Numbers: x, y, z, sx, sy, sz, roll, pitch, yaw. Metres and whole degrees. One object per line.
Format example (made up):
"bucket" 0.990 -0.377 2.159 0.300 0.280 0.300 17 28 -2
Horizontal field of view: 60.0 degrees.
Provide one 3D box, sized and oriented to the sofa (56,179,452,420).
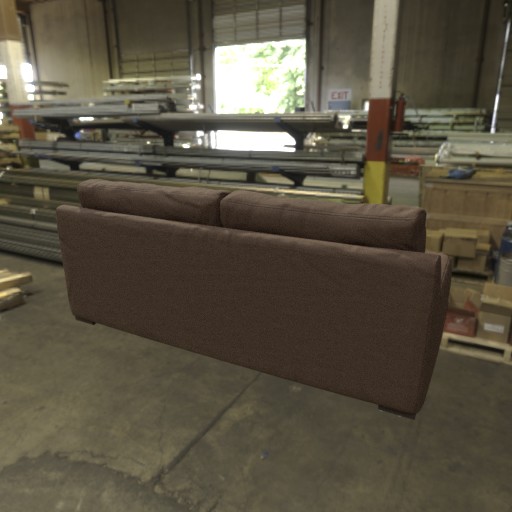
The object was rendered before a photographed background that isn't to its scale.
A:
"sofa" 0.000 0.000 2.813 2.274 0.950 1.140 9 20 26
